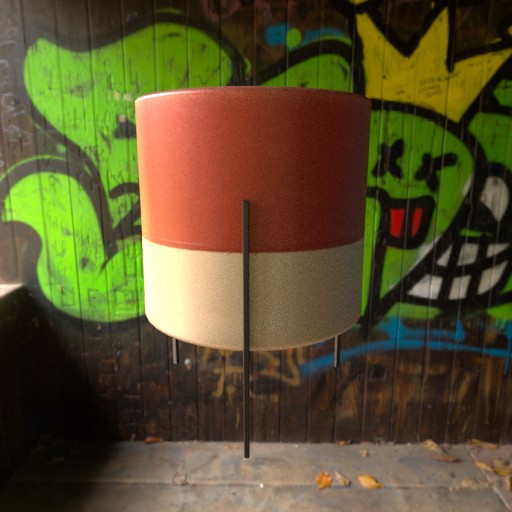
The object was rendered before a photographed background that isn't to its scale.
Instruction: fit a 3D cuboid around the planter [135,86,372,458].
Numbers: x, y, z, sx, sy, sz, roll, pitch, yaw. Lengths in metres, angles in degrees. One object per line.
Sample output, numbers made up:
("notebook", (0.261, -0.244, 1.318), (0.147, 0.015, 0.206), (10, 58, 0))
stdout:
("planter", (0.000, 0.000, 0.711), (0.354, 0.465, 0.345), (-6, 14, -27))
